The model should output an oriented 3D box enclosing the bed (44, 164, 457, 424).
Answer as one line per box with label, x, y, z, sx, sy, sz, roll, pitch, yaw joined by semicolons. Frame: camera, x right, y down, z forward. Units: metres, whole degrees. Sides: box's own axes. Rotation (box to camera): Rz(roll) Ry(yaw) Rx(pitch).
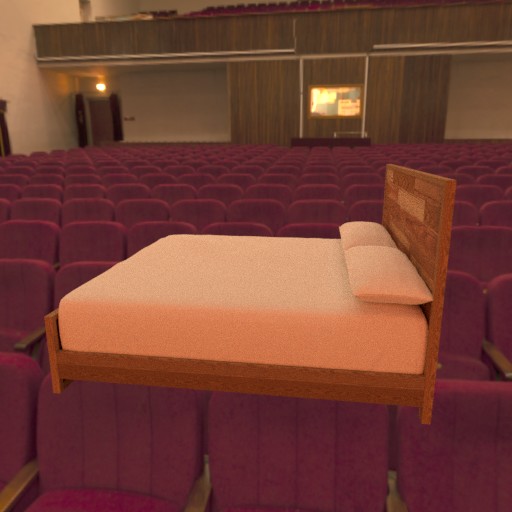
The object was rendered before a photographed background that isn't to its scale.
bed;0.000;0.000;3.339;2.184;1.295;2.013;2;14;8
